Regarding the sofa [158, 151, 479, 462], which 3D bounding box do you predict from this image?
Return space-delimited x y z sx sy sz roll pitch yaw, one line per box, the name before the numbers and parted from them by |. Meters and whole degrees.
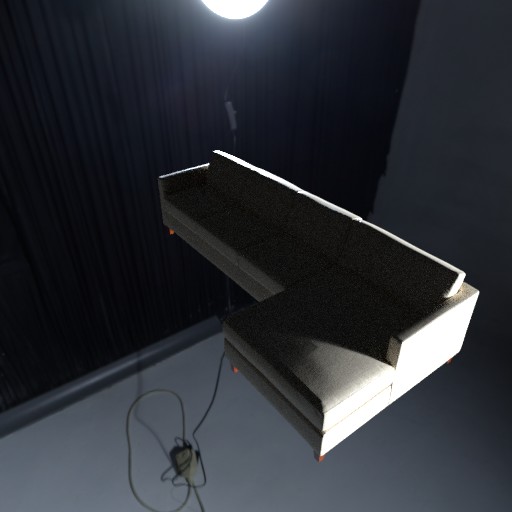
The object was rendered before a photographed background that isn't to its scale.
sofa | 0.000 0.000 4.189 1.603 0.954 3.471 -22 38 -31
